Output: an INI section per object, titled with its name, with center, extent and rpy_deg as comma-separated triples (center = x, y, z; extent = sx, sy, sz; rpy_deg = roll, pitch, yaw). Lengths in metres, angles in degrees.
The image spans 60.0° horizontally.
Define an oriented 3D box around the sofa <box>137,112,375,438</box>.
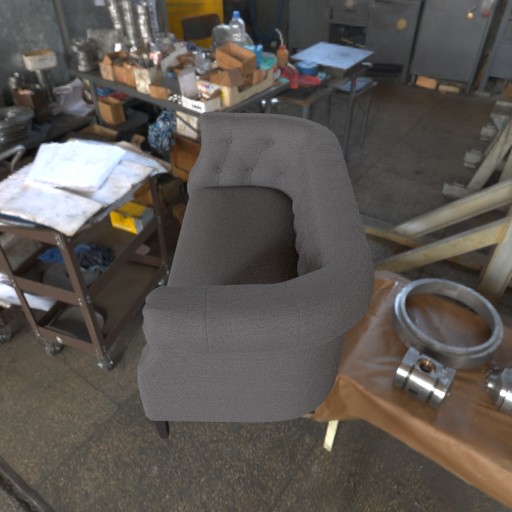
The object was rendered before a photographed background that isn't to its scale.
[sofa]
center = 0.000, 0.000, 2.083
extent = 0.835, 0.827, 1.558
rpy_deg = 1, 40, 1
